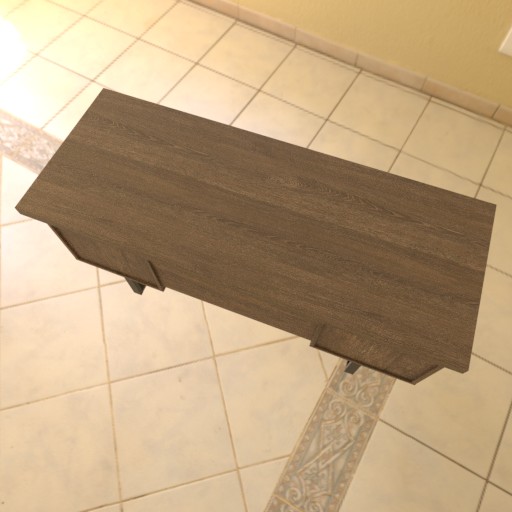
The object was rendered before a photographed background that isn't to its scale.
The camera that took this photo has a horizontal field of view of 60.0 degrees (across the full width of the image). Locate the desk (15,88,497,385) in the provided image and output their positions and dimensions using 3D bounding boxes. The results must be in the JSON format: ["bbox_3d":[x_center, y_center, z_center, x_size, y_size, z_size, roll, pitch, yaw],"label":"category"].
[{"bbox_3d":[0.000,0.000,1.845,1.524,0.760,0.600,19,65,9],"label":"desk"}]
